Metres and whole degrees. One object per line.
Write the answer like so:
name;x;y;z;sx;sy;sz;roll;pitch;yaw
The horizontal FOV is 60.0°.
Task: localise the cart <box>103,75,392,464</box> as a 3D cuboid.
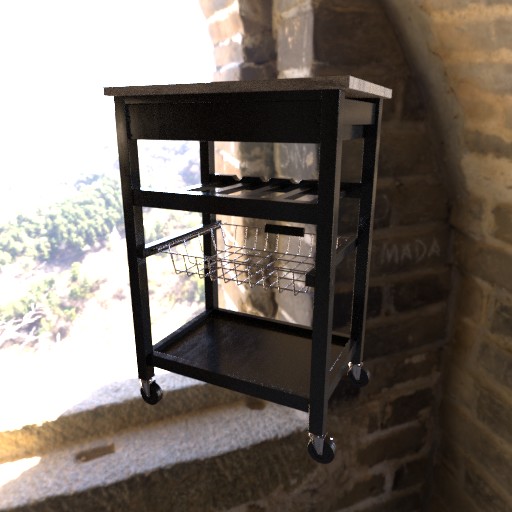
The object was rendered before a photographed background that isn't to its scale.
cart;0.000;0.000;1.182;0.584;0.839;0.403;8;19;25
